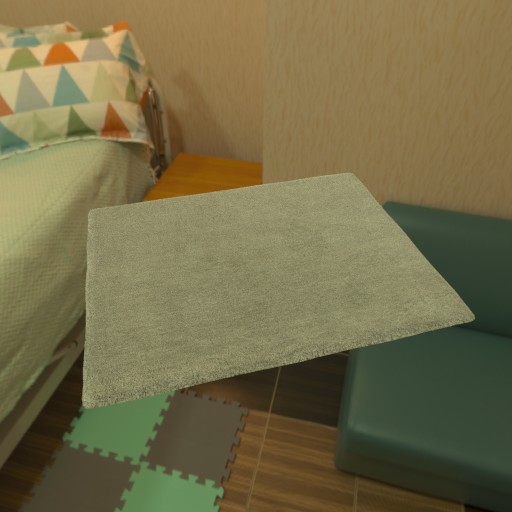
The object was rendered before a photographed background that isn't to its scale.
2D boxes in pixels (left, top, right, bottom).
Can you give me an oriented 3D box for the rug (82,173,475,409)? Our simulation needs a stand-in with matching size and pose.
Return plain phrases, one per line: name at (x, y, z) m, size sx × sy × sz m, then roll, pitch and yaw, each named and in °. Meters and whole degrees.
rug at (0.000, 0.000, 3.955) m, size 2.933 × 0.027 × 2.332 m, roll -10°, pitch 42°, yaw -11°
